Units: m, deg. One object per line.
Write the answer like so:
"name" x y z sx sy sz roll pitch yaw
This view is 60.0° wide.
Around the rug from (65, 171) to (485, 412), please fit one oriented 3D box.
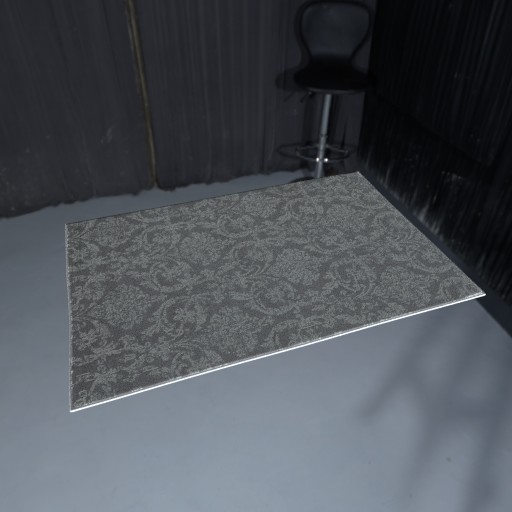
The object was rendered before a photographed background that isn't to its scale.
"rug" 0.000 0.000 3.390 2.746 0.018 1.819 -12 42 -14
